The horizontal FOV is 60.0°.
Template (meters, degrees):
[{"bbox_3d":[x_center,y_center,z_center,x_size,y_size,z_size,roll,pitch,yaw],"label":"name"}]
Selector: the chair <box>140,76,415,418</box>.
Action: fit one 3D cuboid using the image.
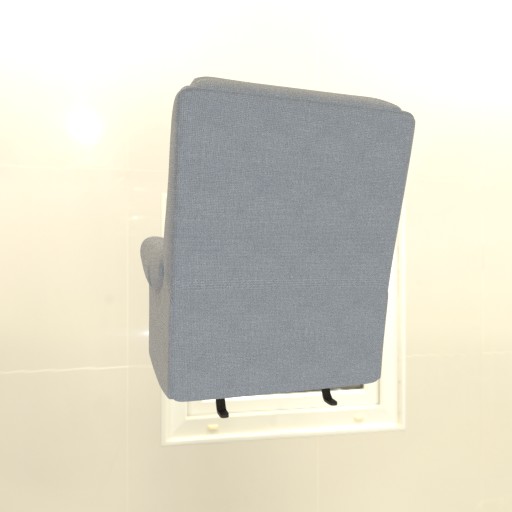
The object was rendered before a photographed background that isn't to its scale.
[{"bbox_3d":[0.000,0.000,1.748,0.838,1.054,1.014,0,0,-18],"label":"chair"}]
